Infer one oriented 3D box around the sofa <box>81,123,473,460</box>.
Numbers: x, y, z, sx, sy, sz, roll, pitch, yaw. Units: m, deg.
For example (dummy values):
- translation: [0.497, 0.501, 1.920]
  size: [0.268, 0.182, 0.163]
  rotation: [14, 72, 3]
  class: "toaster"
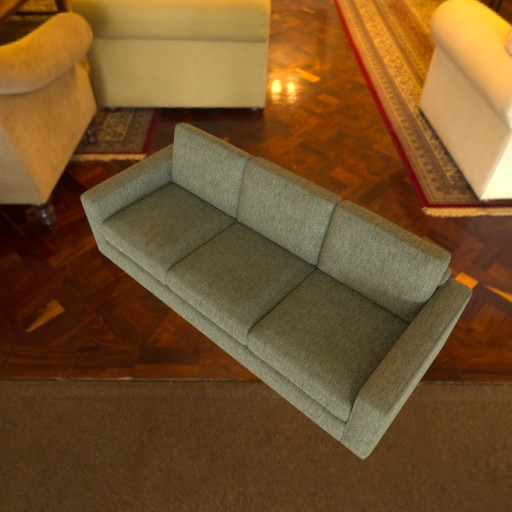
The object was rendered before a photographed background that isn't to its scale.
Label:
- translation: [0.000, 0.000, 2.598]
  size: [2.160, 0.800, 0.900]
  rotation: [32, 54, 27]
  class: "sofa"
